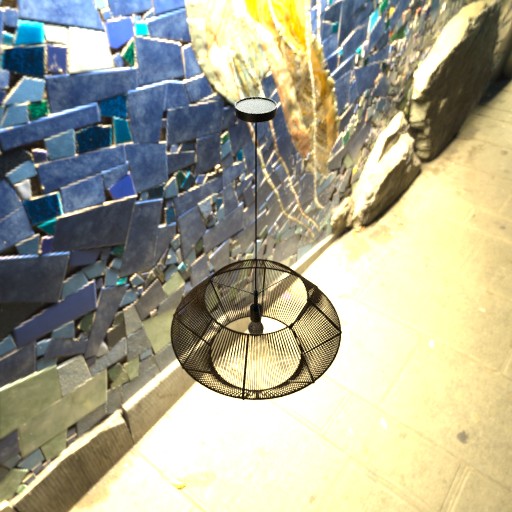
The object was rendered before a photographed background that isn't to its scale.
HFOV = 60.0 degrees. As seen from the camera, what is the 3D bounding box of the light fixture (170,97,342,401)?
[{"bbox_3d":[0.000,0.000,1.449,0.643,1.009,0.643,0,41,0],"label":"light fixture"}]
